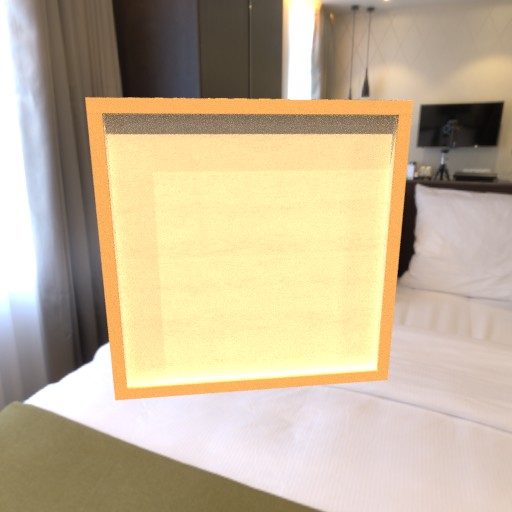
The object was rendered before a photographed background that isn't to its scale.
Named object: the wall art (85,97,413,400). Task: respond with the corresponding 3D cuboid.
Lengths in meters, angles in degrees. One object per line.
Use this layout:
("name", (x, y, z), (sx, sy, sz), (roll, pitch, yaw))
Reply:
("wall art", (0.000, 0.000, 1.365), (0.914, 0.914, 0.038), (-2, 16, -7))
